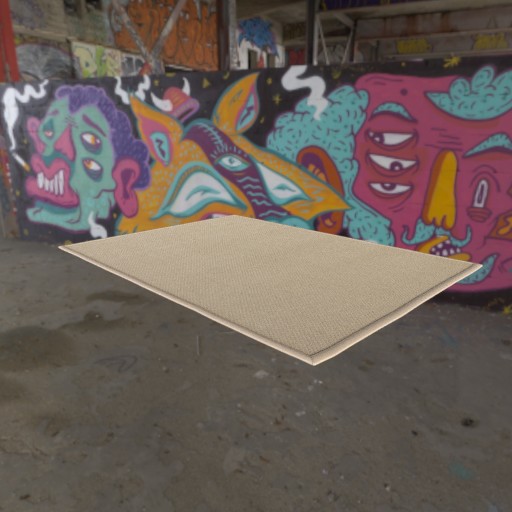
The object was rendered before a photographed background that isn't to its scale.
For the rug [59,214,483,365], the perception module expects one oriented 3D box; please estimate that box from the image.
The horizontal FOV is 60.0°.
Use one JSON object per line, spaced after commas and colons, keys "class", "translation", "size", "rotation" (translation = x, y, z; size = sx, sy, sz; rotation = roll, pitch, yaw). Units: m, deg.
{"class": "rug", "translation": [0.000, 0.000, 2.653], "size": [1.525, 0.020, 2.081], "rotation": [-16, 23, -43]}
